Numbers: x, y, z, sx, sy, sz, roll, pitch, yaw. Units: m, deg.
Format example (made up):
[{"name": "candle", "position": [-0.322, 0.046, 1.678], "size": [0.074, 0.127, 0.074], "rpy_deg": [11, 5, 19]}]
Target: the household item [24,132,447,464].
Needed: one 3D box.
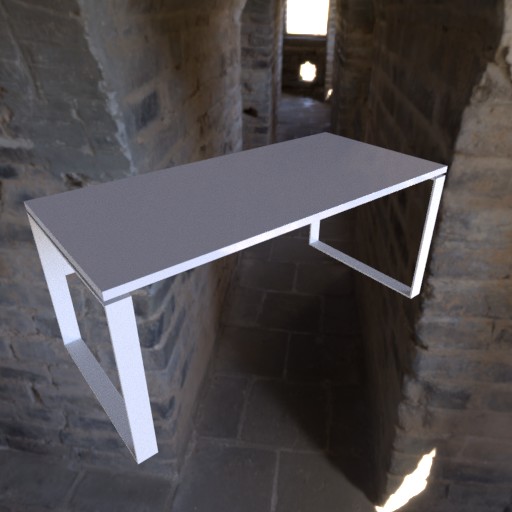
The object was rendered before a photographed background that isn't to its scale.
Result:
[{"name": "household item", "position": [0.000, 0.000, 2.118], "size": [1.700, 0.745, 0.800], "rpy_deg": [-22, 36, -33]}]
